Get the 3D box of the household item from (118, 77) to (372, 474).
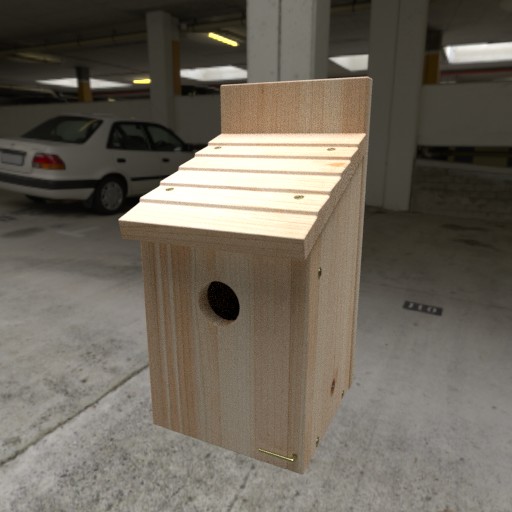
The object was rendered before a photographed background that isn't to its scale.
[{"bbox_3d":[0.000,0.000,0.387,0.149,0.300,0.171,7,17,25],"label":"household item"}]
